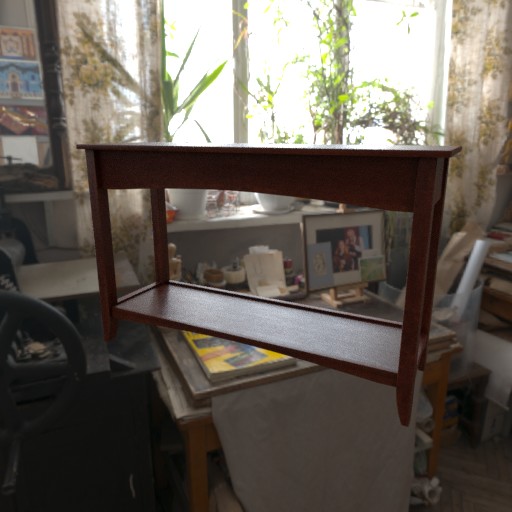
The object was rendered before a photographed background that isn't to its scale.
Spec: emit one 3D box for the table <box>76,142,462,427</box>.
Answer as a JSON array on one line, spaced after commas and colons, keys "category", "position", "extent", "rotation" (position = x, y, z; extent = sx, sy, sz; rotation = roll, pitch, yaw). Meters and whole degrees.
[{"category": "table", "position": [0.000, 0.000, 1.521], "extent": [1.188, 0.739, 0.392], "rotation": [8, 17, 26]}]
